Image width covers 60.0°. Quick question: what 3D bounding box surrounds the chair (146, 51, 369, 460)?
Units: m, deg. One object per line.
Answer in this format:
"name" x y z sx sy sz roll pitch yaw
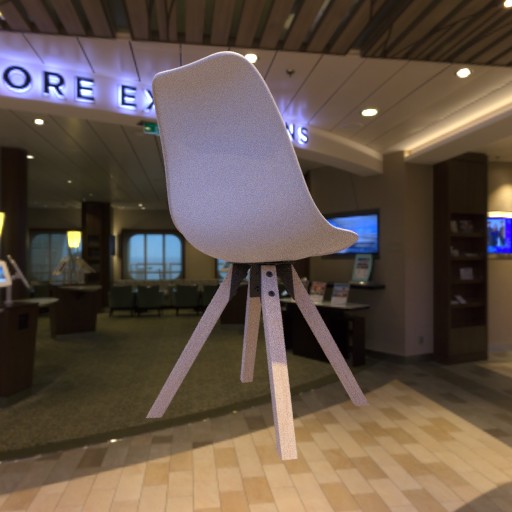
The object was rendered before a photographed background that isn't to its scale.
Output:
"chair" 0.000 0.000 1.193 0.485 0.850 0.550 0 0 35
